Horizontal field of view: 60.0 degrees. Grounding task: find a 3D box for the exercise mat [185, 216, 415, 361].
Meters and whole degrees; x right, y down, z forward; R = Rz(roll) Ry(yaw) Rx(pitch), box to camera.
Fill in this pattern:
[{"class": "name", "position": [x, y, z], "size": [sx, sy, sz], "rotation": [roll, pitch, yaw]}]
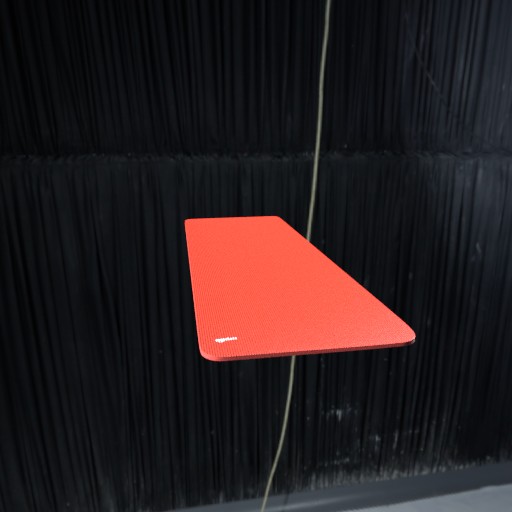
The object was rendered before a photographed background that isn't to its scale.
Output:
[{"class": "exercise mat", "position": [0.000, 0.000, 2.068], "size": [0.616, 0.021, 1.869], "rotation": [-3, 16, -10]}]
